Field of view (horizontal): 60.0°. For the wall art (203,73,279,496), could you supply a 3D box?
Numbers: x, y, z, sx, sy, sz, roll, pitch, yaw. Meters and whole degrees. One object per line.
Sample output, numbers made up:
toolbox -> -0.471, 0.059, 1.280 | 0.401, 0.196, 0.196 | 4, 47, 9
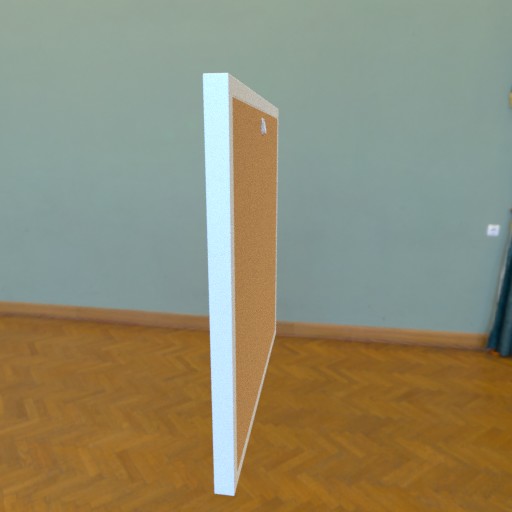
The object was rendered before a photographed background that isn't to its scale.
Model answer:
wall art -> 0.000, 0.000, 1.126 | 0.050, 0.762, 0.761 | 2, 15, 8
